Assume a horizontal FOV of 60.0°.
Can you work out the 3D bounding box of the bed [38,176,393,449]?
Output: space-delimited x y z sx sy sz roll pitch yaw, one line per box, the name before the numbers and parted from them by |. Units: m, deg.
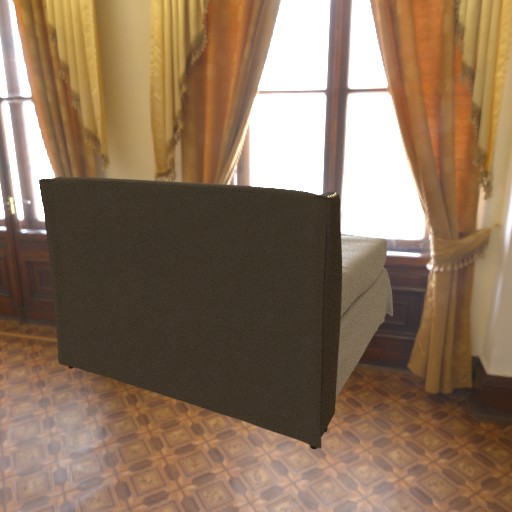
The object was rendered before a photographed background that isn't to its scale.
bed | 0.000 0.000 3.458 1.925 1.332 2.276 8 17 26
